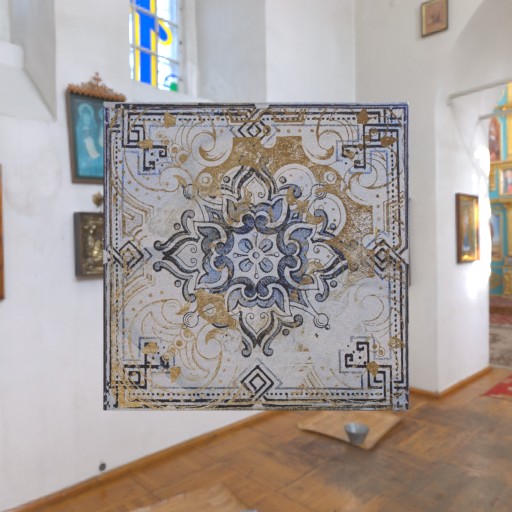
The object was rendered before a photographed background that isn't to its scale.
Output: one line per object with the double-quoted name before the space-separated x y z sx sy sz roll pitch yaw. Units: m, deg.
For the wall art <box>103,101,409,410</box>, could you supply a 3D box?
"wall art" 0.000 0.000 0.457 0.302 0.306 0.038 0 0 0
